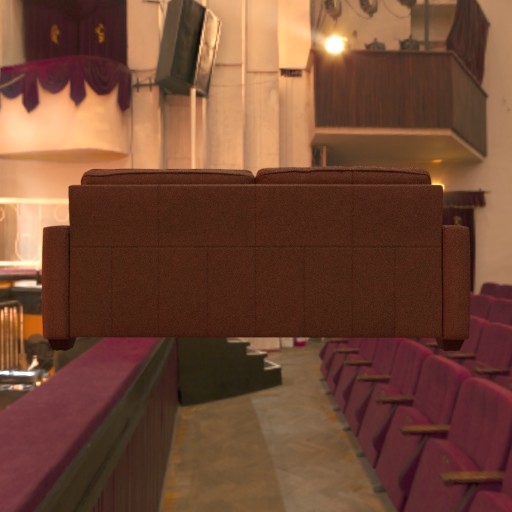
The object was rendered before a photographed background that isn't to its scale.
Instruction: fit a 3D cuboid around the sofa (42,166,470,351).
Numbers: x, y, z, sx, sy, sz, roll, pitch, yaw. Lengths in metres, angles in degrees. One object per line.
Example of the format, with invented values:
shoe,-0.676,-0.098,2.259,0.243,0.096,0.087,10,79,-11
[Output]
sofa,0.000,0.000,2.554,2.080,0.919,0.940,0,0,0
